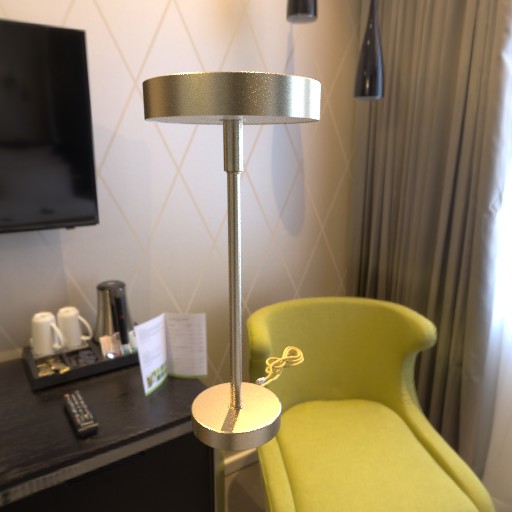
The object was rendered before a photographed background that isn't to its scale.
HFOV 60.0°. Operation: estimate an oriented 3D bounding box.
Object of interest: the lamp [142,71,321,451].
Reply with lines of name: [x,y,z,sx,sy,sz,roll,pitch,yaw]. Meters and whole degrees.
lamp: [0.000,0.000,0.700,0.229,0.508,0.369,7,16,25]
